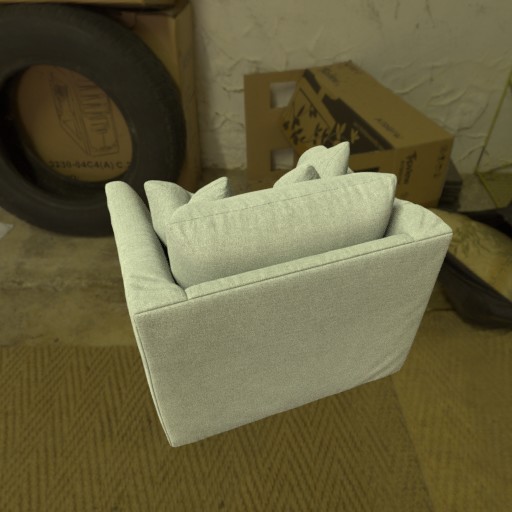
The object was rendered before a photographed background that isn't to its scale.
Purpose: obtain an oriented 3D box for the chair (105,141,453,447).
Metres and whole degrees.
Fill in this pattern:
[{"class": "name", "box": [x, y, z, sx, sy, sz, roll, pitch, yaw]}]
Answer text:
[{"class": "chair", "box": [0.000, 0.000, 2.067, 1.194, 1.059, 1.071, -14, 43, -15]}]
